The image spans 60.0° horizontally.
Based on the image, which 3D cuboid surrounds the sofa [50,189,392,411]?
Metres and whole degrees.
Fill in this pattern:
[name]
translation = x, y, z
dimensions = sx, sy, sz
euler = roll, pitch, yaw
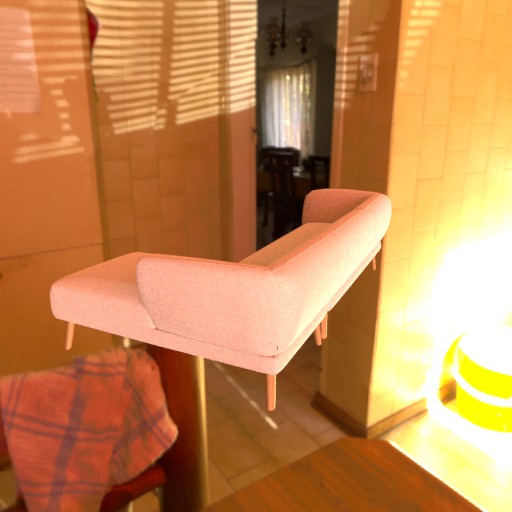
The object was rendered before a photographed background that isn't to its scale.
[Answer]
[sofa]
translation = 0.000, 0.000, 3.379
dimensions = 1.610, 0.730, 2.660
euler = 8, 19, 25
